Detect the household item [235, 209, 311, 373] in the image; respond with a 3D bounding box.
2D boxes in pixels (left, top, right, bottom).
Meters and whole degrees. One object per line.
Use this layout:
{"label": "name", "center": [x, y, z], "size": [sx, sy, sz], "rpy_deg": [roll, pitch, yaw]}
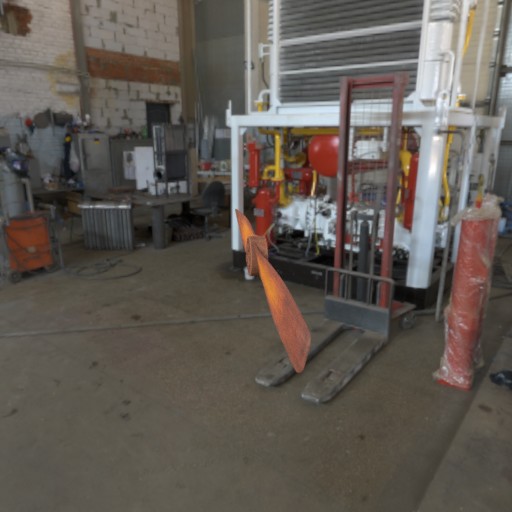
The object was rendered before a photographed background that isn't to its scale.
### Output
{"label": "household item", "center": [0.000, 0.000, 1.264], "size": [0.051, 0.121, 1.181], "rpy_deg": [-2, 16, -7]}
